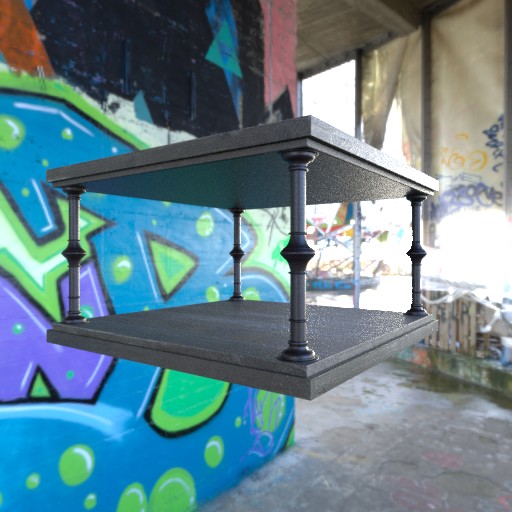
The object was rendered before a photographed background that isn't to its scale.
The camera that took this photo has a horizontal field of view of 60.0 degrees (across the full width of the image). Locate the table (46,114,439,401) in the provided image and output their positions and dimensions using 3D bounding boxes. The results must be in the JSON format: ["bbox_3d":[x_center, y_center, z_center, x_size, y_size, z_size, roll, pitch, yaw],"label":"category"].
[{"bbox_3d":[0.000,0.000,1.104,0.696,0.400,0.696,0,0,36],"label":"table"}]
